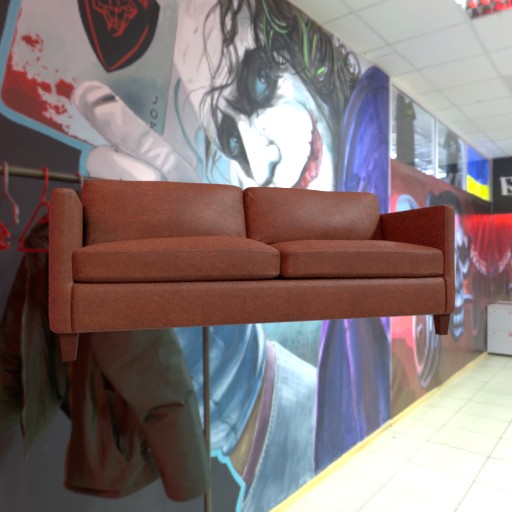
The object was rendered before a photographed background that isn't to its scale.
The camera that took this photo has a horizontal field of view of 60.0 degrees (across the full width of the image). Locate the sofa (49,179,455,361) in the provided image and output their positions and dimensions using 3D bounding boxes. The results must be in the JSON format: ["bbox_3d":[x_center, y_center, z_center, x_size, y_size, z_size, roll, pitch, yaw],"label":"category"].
[{"bbox_3d":[0.000,0.000,2.691,2.204,0.932,0.950,0,0,-18],"label":"sofa"}]
